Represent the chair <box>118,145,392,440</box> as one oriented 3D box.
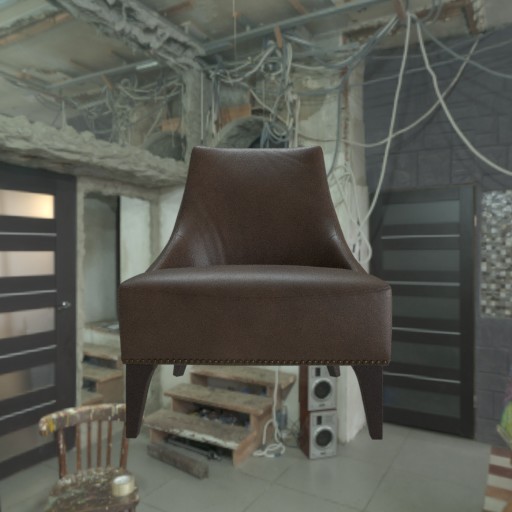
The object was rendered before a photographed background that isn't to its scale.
[{"bbox_3d":[0.000,0.000,1.498,0.701,0.909,0.861,0,1,1],"label":"chair"}]
